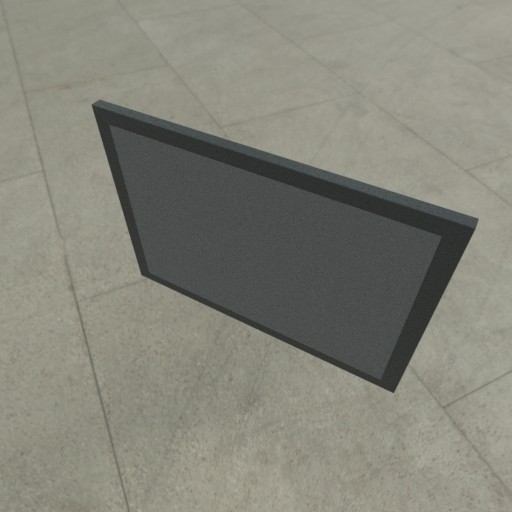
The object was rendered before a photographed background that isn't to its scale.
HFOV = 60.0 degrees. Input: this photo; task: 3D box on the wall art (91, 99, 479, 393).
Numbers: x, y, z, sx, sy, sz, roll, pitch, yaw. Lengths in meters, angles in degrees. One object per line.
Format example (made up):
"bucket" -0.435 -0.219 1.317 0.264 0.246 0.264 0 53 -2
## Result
"wall art" 0.000 0.000 0.561 0.432 0.306 0.016 22 51 19
